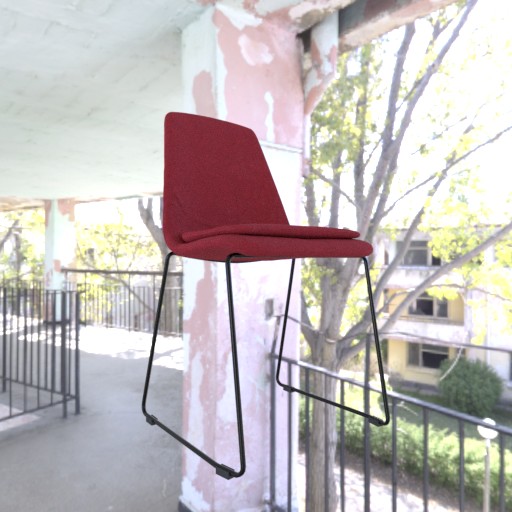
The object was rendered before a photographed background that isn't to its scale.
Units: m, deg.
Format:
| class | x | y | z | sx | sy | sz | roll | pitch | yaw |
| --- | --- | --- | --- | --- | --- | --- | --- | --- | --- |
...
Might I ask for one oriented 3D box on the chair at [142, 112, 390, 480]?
| class | x | y | z | sx | sy | sz | roll | pitch | yaw |
| --- | --- | --- | --- | --- | --- | --- | --- | --- | --- |
| chair | 0.000 | 0.000 | 1.167 | 0.479 | 0.858 | 0.518 | 0 | 0 | -36 |
